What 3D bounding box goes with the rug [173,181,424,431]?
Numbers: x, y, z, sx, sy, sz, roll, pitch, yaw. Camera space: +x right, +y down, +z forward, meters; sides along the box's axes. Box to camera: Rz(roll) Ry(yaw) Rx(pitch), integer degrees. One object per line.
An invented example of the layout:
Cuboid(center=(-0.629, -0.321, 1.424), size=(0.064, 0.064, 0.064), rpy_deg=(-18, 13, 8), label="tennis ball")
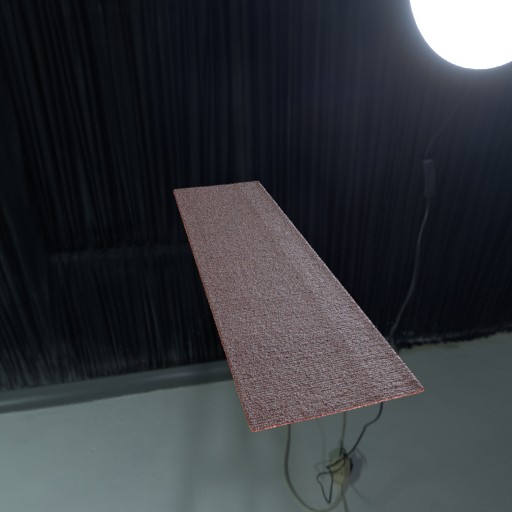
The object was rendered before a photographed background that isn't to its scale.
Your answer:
Cuboid(center=(0.000, 0.000, 2.558), size=(0.687, 0.012, 2.307), rpy_deg=(-8, 31, -14), label="rug")
